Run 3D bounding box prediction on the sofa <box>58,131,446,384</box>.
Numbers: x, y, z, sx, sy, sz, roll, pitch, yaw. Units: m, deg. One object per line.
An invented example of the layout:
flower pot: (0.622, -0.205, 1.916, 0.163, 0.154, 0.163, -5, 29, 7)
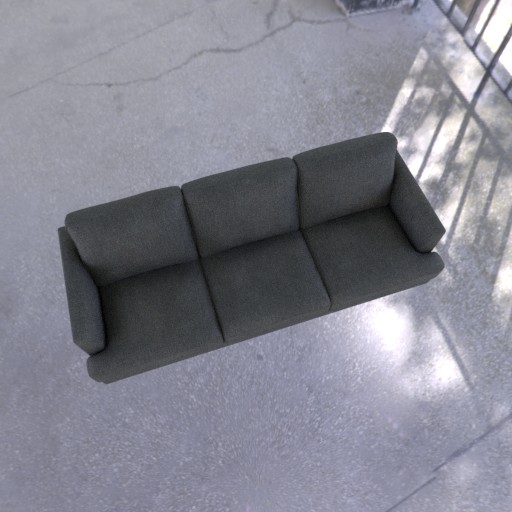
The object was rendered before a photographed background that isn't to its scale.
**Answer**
sofa: (0.000, 0.000, 2.799, 2.246, 0.930, 0.903, -16, 63, -8)
